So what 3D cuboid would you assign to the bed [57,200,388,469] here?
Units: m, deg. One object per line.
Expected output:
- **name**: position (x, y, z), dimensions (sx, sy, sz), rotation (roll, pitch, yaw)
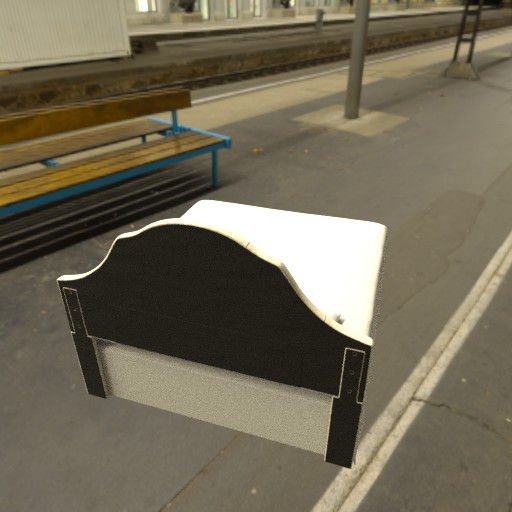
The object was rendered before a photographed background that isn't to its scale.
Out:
- **bed**: position (0.000, 0.000, 3.466), dimensions (2.012, 1.555, 2.086), rotation (10, 32, 16)
